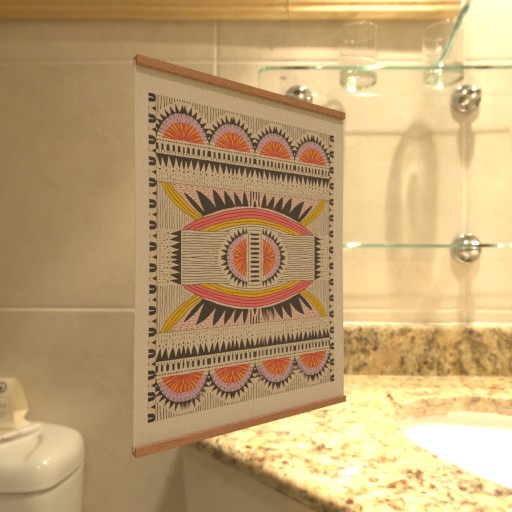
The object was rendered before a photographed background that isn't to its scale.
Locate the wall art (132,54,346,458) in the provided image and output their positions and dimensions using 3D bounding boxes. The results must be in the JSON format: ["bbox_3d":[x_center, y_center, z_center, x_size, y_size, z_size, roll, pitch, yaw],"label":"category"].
[{"bbox_3d":[0.000,0.000,1.348,0.765,1.016,0.028,0,-1,-36],"label":"wall art"}]
